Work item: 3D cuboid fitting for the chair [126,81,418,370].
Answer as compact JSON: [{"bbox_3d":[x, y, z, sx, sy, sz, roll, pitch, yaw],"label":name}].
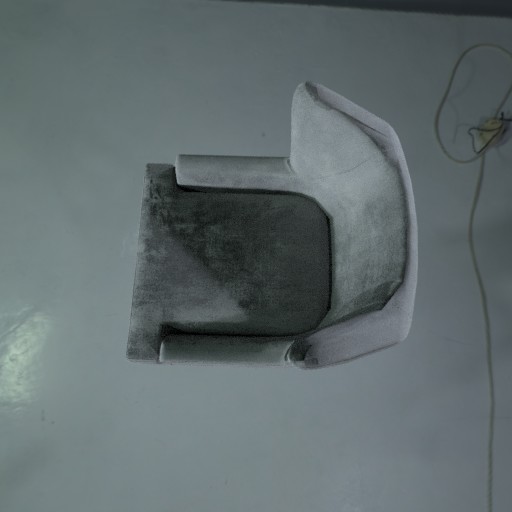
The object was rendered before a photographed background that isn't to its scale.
[{"bbox_3d":[0.000,0.000,1.591,0.906,0.950,0.784,2,76,0],"label":"chair"}]
